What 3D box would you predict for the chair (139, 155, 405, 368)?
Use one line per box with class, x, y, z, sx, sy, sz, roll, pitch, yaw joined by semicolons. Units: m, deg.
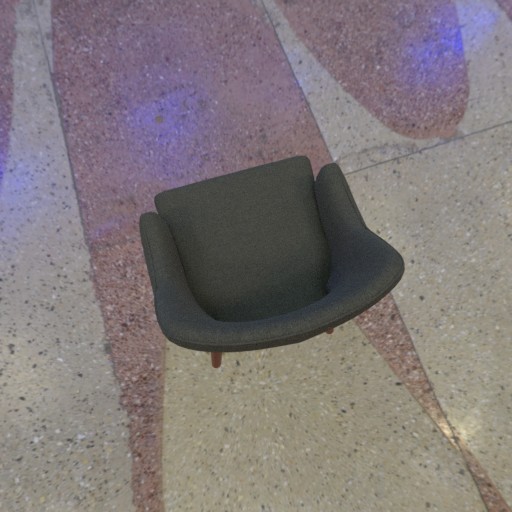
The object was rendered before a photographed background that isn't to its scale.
chair;0.000;0.000;1.216;0.559;0.838;0.560;-16;74;-5
